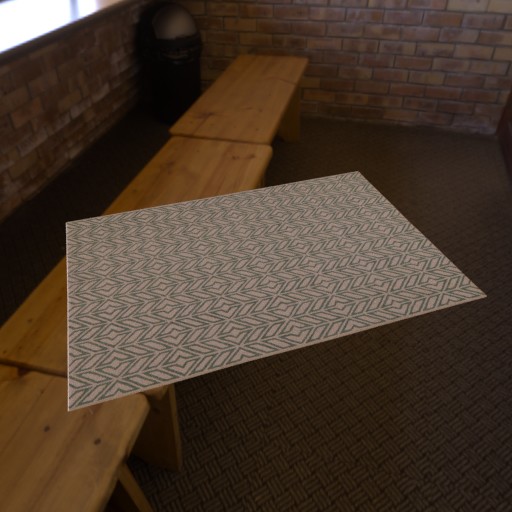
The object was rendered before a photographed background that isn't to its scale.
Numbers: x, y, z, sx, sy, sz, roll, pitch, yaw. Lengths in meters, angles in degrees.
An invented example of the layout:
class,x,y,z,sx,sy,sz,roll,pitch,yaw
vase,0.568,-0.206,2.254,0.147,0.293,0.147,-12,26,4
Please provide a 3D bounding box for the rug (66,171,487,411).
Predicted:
class,x,y,z,sx,sy,sz,roll,pitch,yaw
rug,0.000,0.000,2.255,1.828,0.007,1.220,-12,41,-14
